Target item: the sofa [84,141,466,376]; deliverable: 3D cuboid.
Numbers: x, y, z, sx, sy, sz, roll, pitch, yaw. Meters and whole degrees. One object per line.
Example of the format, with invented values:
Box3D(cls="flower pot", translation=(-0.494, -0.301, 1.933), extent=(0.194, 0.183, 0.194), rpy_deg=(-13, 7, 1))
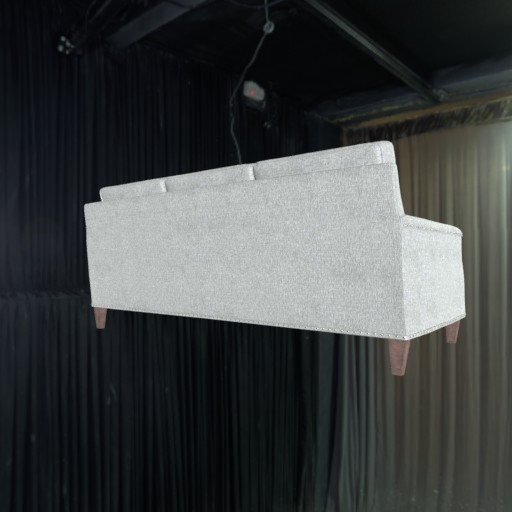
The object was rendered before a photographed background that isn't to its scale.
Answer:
Box3D(cls="sofa", translation=(0.000, 0.000, 2.800), extent=(2.246, 1.003, 1.084), rpy_deg=(0, -1, 37))
